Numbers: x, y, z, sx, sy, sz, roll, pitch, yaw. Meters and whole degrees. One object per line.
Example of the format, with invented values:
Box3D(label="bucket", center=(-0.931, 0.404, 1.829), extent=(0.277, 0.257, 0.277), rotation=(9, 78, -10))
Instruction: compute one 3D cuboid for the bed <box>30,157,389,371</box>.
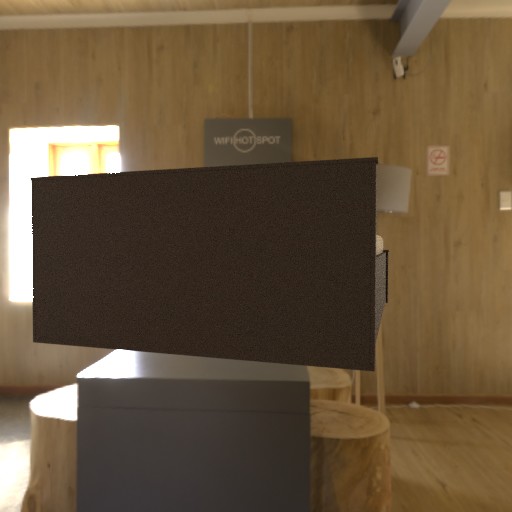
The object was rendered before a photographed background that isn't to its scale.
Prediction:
Box3D(label="bed", center=(0.000, 0.000, 2.916), extent=(1.634, 0.808, 2.103), rotation=(1, 2, 18))
